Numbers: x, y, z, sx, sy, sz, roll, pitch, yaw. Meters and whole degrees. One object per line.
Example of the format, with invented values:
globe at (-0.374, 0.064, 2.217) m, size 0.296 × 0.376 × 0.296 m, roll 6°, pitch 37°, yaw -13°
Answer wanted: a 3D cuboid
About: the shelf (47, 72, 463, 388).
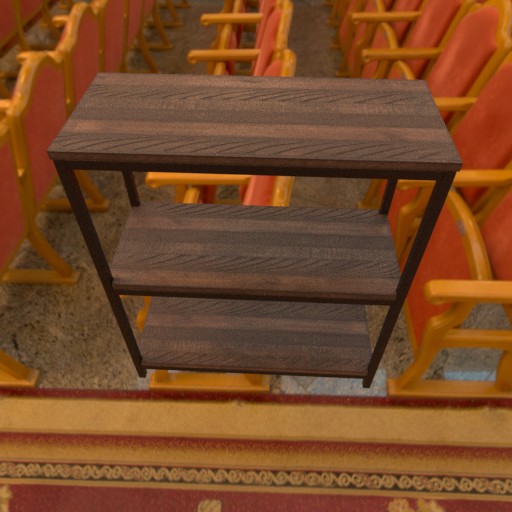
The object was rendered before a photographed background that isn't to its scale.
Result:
shelf at (0.000, 0.000, 1.339) m, size 0.822 × 0.947 × 0.352 m, roll 2°, pitch 47°, yaw 2°
